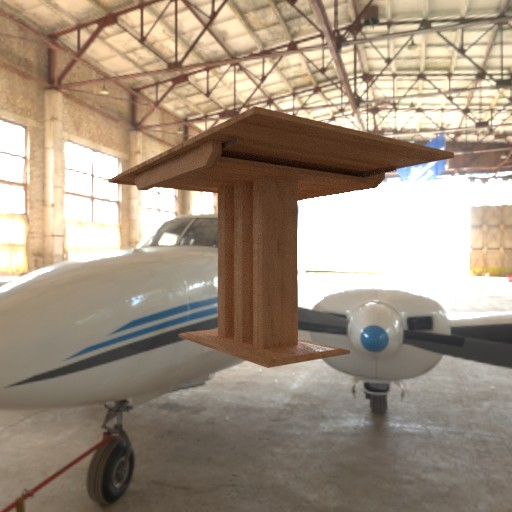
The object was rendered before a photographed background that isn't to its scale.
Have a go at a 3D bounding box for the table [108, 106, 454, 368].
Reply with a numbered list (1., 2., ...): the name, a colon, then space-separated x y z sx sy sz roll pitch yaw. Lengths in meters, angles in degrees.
1. table: 0.000 0.000 1.931 0.900 0.770 1.300 0 0 -34
